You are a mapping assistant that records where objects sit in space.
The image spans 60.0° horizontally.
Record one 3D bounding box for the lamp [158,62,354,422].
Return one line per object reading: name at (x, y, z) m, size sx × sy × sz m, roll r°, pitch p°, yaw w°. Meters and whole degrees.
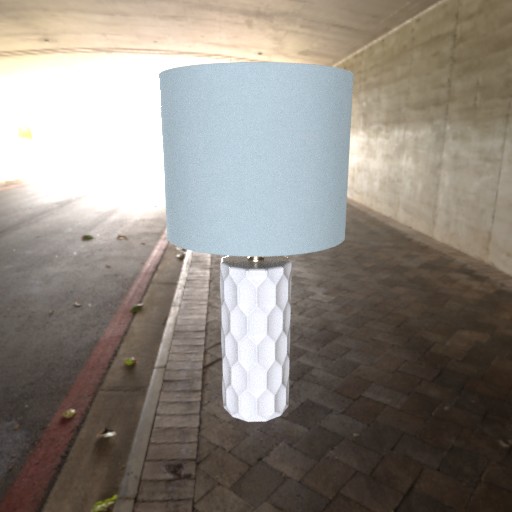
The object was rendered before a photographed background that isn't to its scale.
lamp at (0.000, 0.000, 0.710) m, size 0.277 × 0.534 × 0.277 m, roll 8°, pitch 17°, yaw 27°
